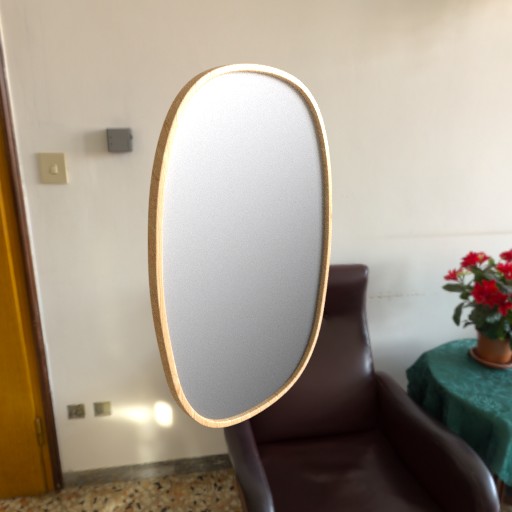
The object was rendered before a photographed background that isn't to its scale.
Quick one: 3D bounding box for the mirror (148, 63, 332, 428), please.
[{"bbox_3d":[0.000,0.000,1.346,0.724,1.075,0.037,-15,21,-43],"label":"mirror"}]
